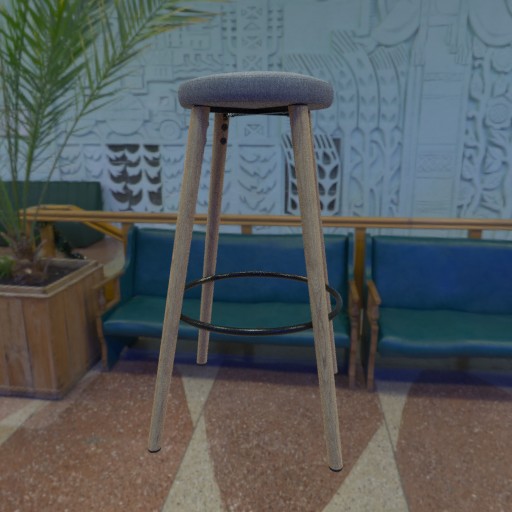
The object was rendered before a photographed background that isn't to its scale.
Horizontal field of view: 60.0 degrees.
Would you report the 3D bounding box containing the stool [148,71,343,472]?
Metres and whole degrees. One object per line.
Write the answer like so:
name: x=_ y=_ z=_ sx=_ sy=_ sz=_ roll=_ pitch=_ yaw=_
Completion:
stool: x=0.000 y=0.000 z=1.009 sx=0.410 sy=0.770 sz=0.410 roll=2 pitch=15 yaw=8
